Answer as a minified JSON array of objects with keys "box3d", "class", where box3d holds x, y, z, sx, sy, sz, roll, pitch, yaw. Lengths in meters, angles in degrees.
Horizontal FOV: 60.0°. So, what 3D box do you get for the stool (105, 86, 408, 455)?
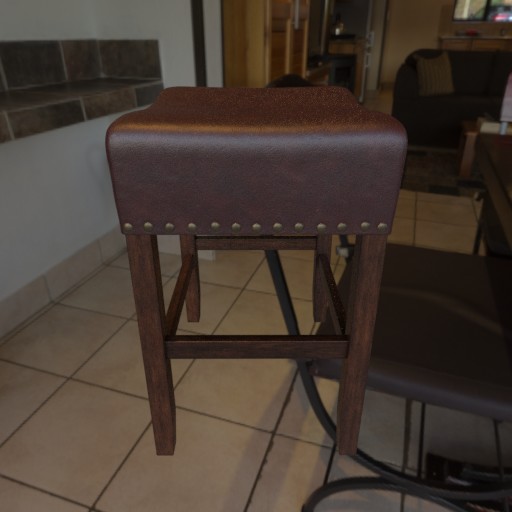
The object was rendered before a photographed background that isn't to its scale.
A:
[{"box3d":[0.000,0.000,0.898,0.397,0.608,0.465,0,27,0],"class":"stool"}]
